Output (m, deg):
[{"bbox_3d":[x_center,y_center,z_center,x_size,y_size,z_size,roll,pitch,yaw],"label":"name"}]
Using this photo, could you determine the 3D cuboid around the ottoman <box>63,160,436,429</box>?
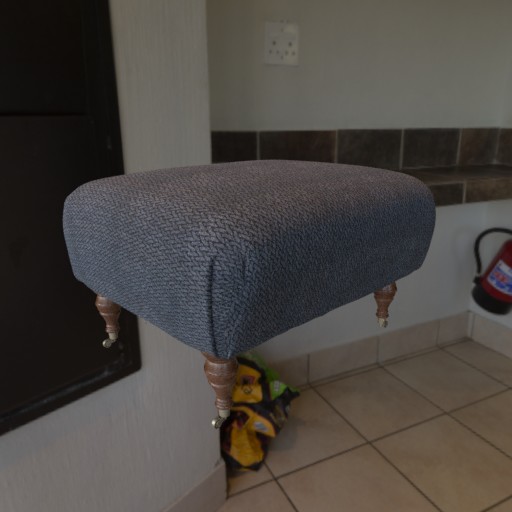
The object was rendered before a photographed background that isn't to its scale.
[{"bbox_3d":[0.000,0.000,1.111,0.747,0.450,0.622,-16,23,-42],"label":"ottoman"}]
